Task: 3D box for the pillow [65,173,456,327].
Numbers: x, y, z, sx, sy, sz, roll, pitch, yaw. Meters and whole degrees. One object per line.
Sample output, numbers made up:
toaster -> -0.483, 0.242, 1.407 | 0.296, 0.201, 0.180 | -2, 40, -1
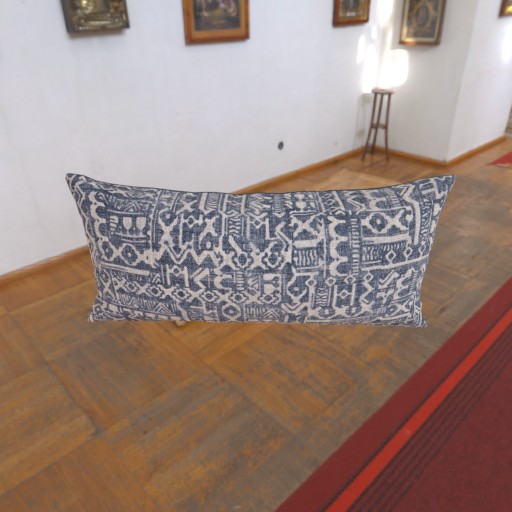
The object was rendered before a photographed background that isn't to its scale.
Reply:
pillow -> 0.000, 0.000, 0.757 | 0.631, 0.292, 0.148 | 1, 29, 1
